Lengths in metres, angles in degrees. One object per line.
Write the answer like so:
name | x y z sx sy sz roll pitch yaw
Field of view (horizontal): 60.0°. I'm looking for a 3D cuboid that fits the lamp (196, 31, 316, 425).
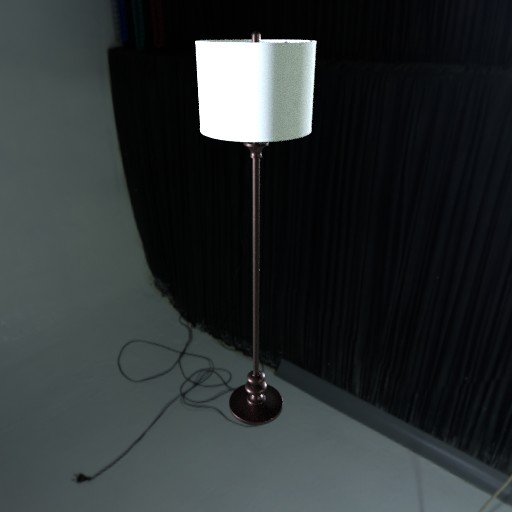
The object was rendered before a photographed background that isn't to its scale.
lamp | 0.000 0.000 1.642 0.356 1.487 0.356 17 32 30
